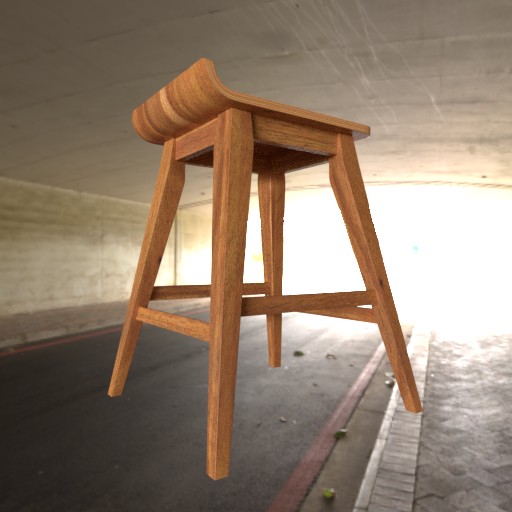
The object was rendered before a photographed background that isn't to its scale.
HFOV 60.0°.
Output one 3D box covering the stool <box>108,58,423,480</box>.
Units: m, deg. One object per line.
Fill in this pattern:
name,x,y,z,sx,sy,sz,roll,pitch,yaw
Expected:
stool,0.000,0.000,0.987,0.500,0.650,0.500,0,-1,-35
